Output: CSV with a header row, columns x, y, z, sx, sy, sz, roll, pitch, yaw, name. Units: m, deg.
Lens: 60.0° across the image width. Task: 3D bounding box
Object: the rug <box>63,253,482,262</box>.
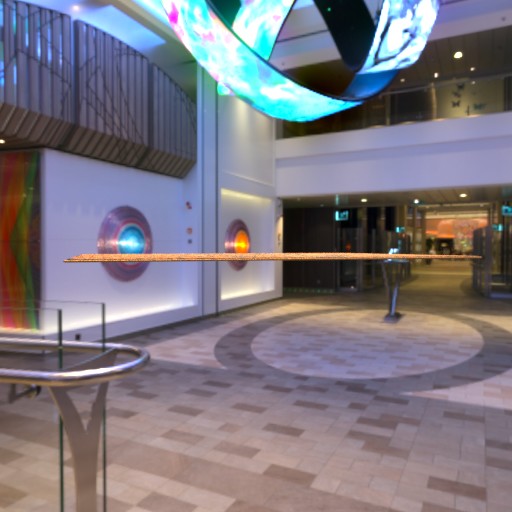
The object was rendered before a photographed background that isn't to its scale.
x,y,z,sx,sy,sz,roll,pitch,yaw,name
0.000,0.000,3.836,2.916,0.019,2.043,0,1,-19,rug
